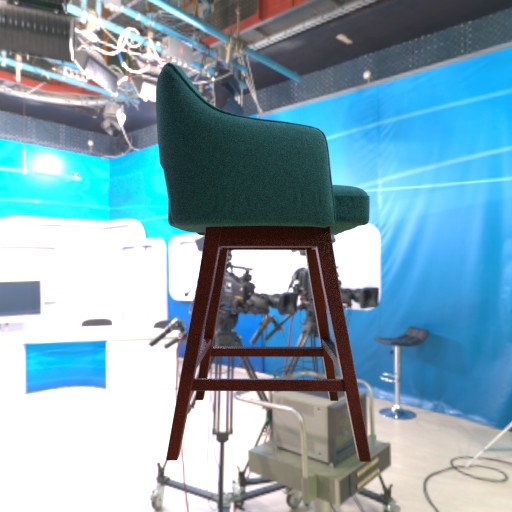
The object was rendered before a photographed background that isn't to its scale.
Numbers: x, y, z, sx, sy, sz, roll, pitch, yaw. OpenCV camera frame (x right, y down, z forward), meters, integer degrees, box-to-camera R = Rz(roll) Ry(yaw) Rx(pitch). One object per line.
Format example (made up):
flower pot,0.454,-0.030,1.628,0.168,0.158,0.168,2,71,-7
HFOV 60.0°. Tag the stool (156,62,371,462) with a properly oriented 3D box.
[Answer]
stool,0.000,0.000,1.272,0.556,0.961,0.548,0,-1,1
